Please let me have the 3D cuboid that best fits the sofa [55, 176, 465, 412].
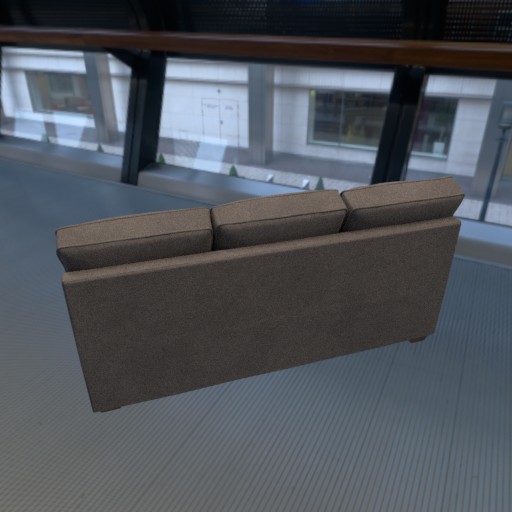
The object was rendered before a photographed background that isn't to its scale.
[{"bbox_3d":[0.000,0.000,2.558,1.962,0.973,1.027,-9,29,-16],"label":"sofa"}]
